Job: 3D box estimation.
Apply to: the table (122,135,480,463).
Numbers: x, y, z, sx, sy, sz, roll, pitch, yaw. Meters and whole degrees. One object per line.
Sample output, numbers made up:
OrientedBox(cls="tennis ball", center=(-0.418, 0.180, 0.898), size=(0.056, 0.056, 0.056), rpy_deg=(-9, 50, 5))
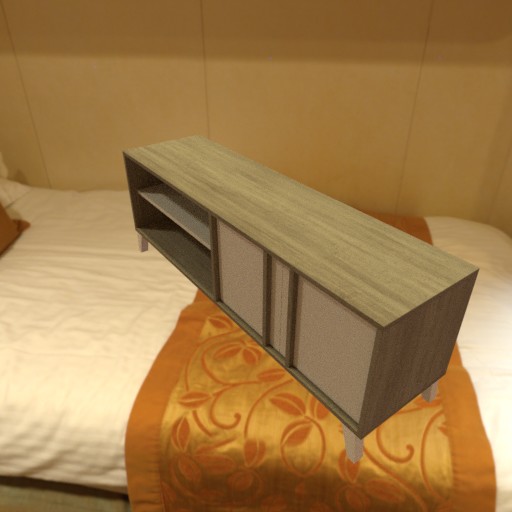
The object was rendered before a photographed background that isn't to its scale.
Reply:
OrientedBox(cls="table", center=(0.000, 0.000, 1.754), size=(0.400, 0.530, 1.500), rpy_deg=(-22, 38, -30))
